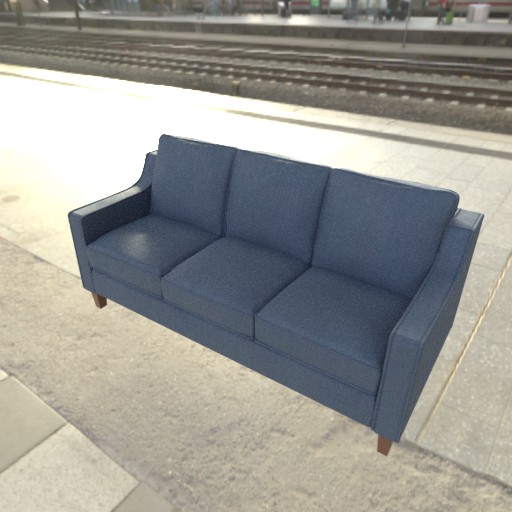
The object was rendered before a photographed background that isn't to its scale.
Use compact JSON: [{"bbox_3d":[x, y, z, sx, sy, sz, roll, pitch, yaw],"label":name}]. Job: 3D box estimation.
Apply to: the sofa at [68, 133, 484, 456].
[{"bbox_3d":[0.000,0.000,2.403,1.986,0.974,0.911,19,35,29],"label":"sofa"}]
